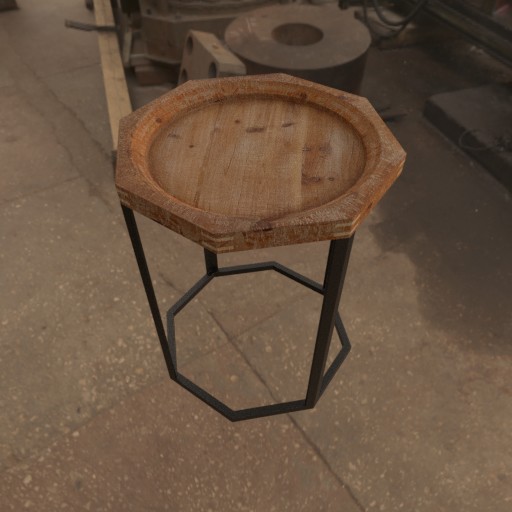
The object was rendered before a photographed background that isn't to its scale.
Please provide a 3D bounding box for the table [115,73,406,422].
[{"bbox_3d":[0.000,0.000,0.888,0.458,0.543,0.458,-25,51,-22],"label":"table"}]
